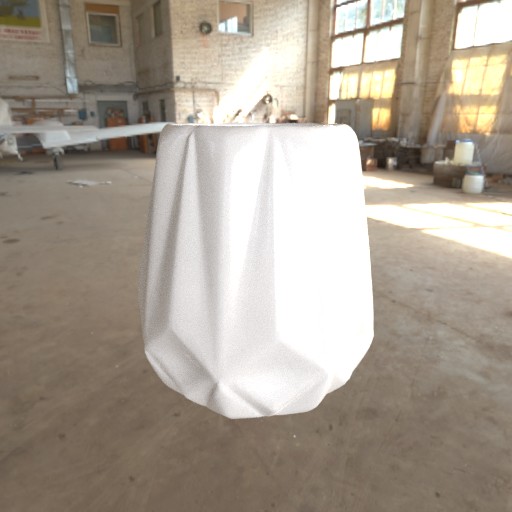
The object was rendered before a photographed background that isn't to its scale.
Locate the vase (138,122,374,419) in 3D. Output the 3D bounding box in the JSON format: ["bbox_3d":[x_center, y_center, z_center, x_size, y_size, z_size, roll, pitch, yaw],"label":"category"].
[{"bbox_3d":[0.000,0.000,0.265,0.141,0.152,0.141,0,17,0],"label":"vase"}]
